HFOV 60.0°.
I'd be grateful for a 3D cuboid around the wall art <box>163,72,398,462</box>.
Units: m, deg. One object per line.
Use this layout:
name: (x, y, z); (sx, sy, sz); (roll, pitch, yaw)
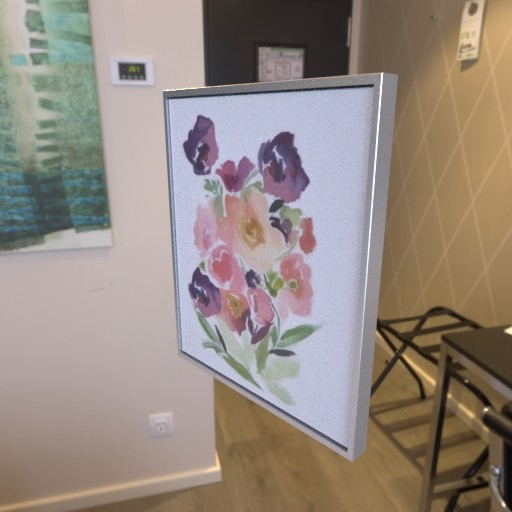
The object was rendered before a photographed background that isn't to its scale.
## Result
wall art: (0.000, 0.000, 0.759); (0.038, 0.549, 0.452); (-16, 23, -42)
